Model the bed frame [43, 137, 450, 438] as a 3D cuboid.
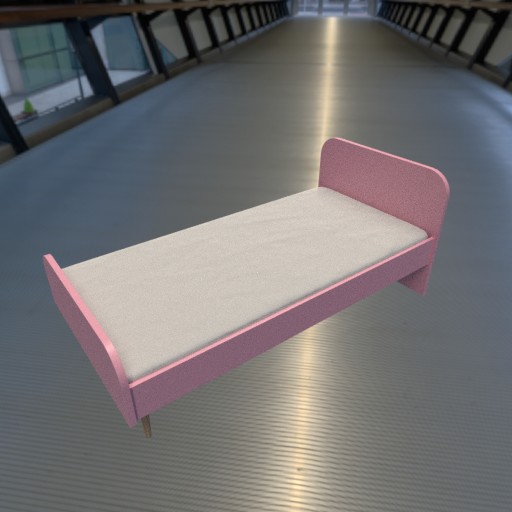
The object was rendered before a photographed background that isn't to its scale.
[{"bbox_3d":[0.000,0.000,2.462,1.963,0.805,0.998,-21,37,-31],"label":"bed frame"}]
